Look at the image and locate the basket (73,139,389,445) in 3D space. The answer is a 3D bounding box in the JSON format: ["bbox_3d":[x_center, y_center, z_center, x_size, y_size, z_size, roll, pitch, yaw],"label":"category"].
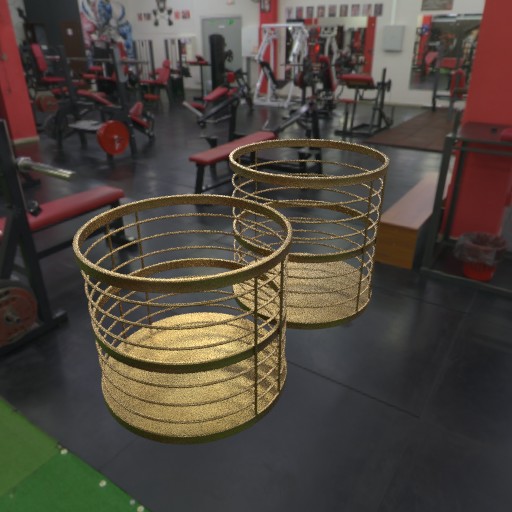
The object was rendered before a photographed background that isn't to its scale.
[{"bbox_3d":[0.000,0.000,0.938,0.356,0.351,0.746,19,32,32],"label":"basket"}]
